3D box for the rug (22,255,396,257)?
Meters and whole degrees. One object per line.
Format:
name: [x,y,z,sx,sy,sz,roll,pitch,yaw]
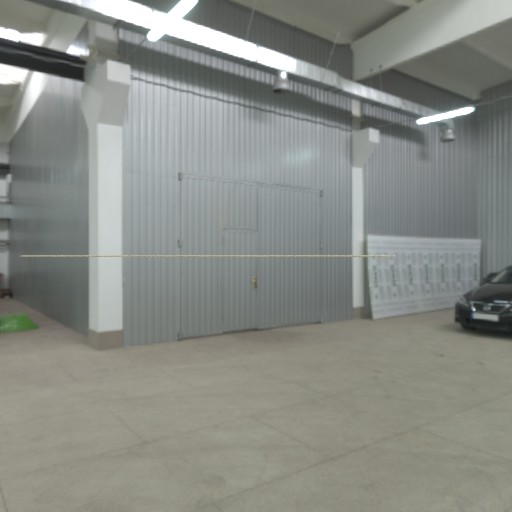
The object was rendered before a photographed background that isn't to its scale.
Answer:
rug: [0.000,0.000,3.998,2.380,0.008,2.977,0,0,19]
